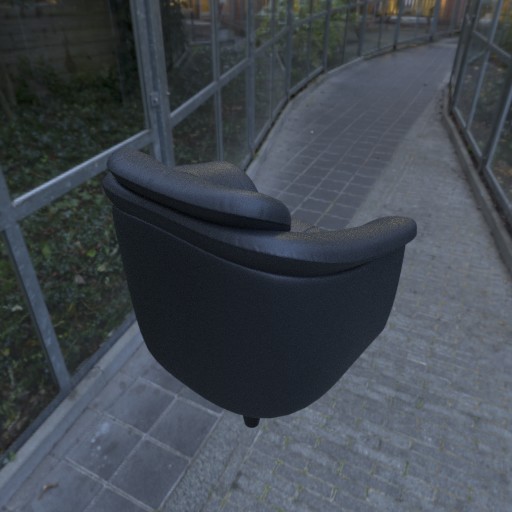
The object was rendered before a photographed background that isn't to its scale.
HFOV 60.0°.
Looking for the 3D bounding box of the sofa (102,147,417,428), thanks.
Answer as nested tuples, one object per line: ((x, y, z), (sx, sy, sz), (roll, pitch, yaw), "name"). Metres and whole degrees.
((0.000, 0.000, 1.494), (0.870, 0.811, 0.794), (24, 40, 33), "sofa")
